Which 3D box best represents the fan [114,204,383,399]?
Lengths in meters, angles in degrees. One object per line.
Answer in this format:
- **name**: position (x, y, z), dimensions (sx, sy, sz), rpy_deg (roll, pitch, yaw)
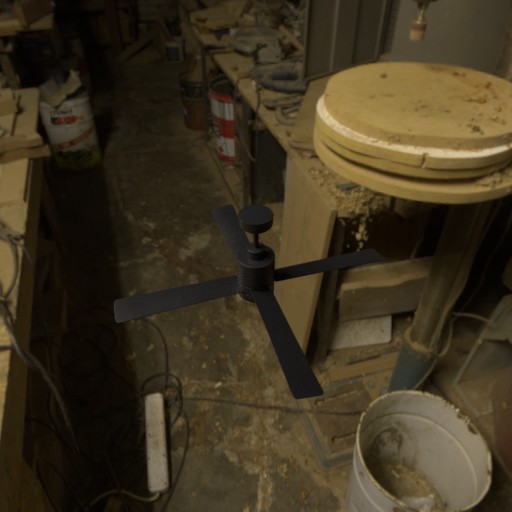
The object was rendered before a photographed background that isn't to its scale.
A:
- **fan**: position (0.000, 0.000, 2.338), dimensions (1.525, 0.534, 1.525), rpy_deg (-11, 42, -13)
